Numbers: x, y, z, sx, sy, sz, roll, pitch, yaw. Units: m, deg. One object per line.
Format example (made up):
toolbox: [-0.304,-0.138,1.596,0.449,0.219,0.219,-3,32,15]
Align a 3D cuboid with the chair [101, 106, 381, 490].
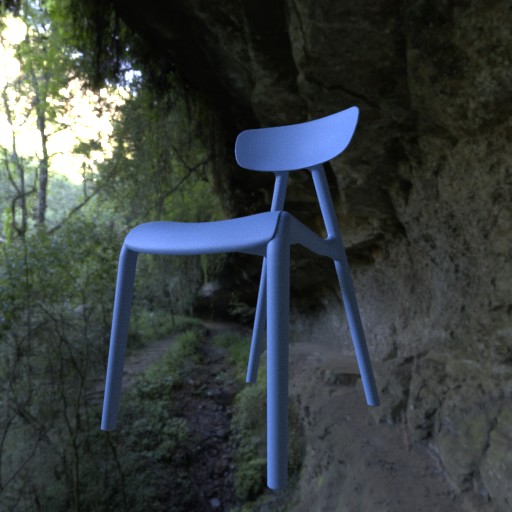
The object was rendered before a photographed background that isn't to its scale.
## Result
chair: [0.000,0.000,0.800,0.356,0.580,0.401,-1,-2,35]
